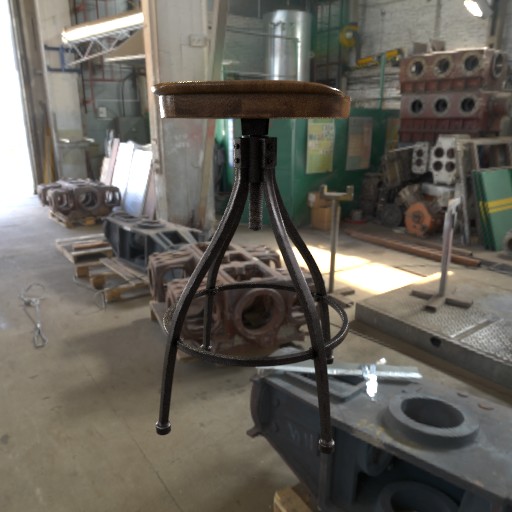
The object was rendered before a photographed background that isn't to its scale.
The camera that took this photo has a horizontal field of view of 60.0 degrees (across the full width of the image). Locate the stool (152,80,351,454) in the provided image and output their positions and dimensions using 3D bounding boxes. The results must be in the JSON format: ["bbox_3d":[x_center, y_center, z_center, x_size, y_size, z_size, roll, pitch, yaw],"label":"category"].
[{"bbox_3d":[0.000,0.000,0.983,0.424,0.694,0.432,3,17,9],"label":"stool"}]
